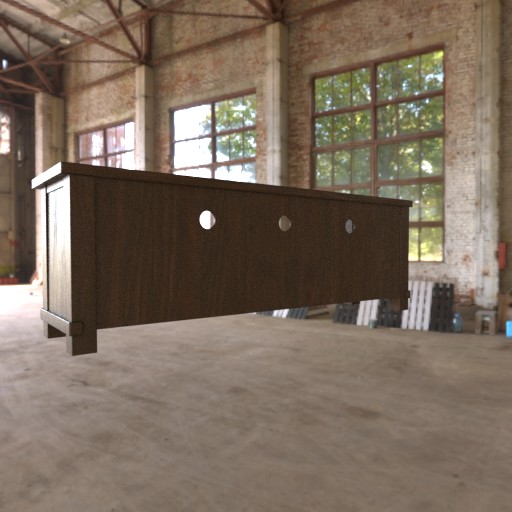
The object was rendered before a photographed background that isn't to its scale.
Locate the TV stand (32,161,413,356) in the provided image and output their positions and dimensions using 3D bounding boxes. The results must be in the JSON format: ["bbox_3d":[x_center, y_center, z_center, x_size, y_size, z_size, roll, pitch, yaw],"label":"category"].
[{"bbox_3d":[0.000,0.000,2.128,1.866,0.615,0.471,-1,1,-37],"label":"TV stand"}]
